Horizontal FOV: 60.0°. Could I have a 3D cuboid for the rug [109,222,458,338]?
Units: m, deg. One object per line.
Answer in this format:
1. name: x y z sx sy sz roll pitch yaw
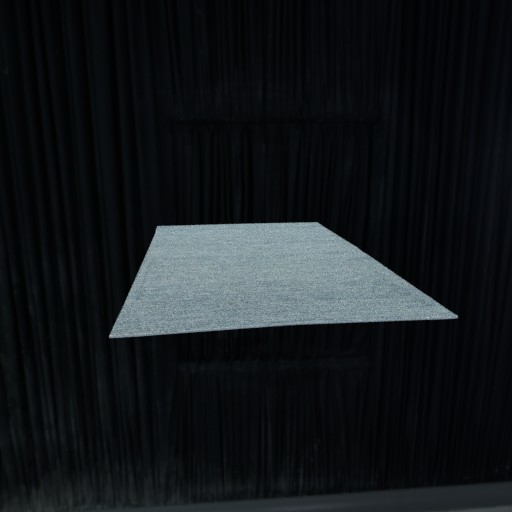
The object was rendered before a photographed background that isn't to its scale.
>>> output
1. rug: 0.000 0.000 2.342 1.174 0.022 1.853 -2 15 -7
